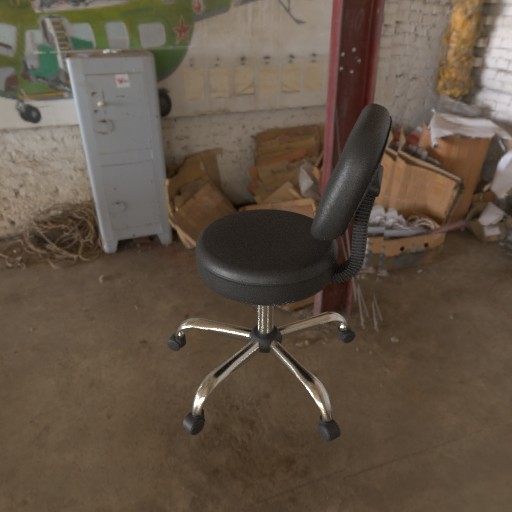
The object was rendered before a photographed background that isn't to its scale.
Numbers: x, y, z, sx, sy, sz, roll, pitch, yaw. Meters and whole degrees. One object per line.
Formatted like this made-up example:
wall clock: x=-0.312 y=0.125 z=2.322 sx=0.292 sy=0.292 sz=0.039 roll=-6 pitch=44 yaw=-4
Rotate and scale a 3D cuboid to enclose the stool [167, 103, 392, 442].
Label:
stool: x=0.000 y=0.000 z=1.298 sx=0.648 sy=0.862 sz=0.673 roll=9 pitch=32 yaw=14
